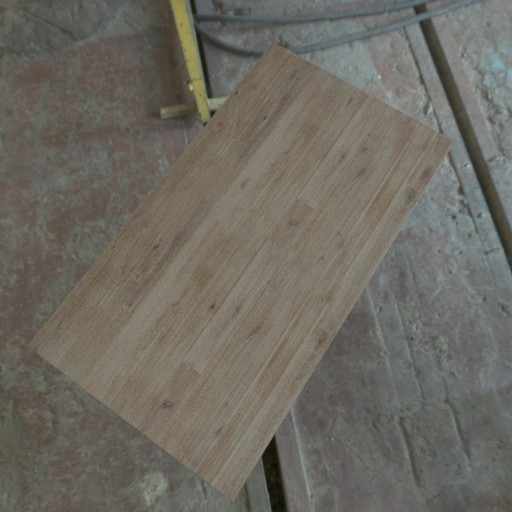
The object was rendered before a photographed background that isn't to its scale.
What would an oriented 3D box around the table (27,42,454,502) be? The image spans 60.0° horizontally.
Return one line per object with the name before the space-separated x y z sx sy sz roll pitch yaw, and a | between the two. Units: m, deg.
table | 0.000 0.000 1.975 0.918 0.531 1.619 33 76 9
